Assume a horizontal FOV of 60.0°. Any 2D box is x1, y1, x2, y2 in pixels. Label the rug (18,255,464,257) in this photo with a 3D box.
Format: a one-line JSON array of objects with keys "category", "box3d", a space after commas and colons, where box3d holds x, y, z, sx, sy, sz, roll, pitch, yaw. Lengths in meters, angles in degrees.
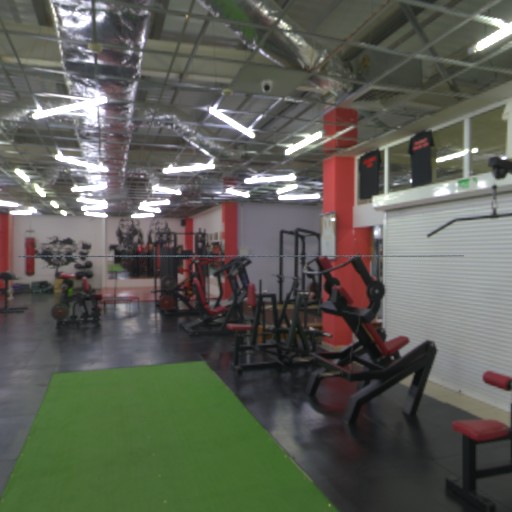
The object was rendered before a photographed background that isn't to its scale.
[{"category": "rug", "box3d": [0.000, 0.000, 2.679, 2.443, 0.008, 0.688, 0, 0, -16]}]
